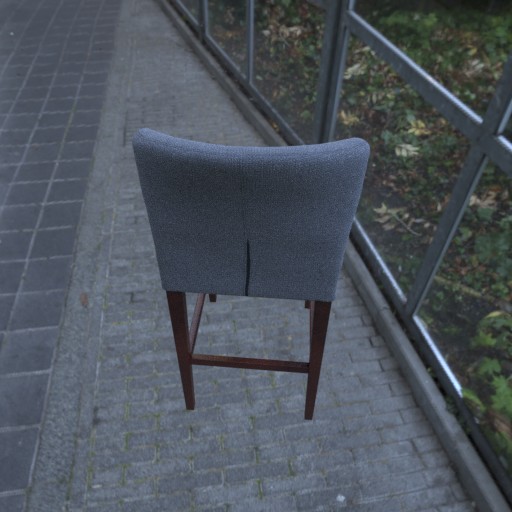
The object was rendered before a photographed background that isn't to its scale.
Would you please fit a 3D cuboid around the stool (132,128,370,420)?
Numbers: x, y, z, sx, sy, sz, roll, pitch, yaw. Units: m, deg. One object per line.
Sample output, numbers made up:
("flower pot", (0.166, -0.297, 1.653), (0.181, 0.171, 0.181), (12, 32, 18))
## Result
("stool", (0.000, 0.000, 1.348), (0.486, 1.069, 0.568), (4, 46, 3))
